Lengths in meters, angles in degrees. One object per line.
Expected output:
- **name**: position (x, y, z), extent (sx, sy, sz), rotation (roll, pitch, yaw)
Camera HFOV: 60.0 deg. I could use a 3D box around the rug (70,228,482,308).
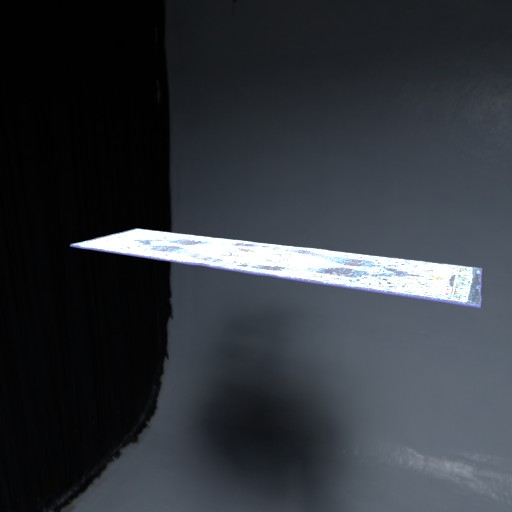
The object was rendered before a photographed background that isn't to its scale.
- **rug**: position (0.000, 0.000, 2.493), extent (2.283, 0.016, 0.602), rotation (7, 16, 26)
